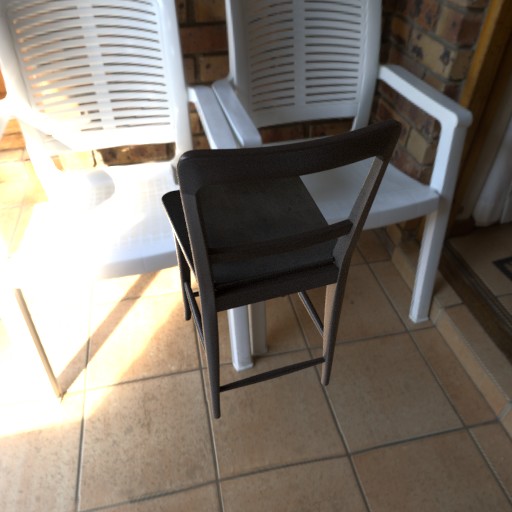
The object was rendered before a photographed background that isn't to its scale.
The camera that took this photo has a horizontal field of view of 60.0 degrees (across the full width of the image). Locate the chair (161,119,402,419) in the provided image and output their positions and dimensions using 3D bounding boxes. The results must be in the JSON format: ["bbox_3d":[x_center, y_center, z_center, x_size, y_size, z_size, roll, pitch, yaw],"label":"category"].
[{"bbox_3d":[0.000,0.000,1.292,0.450,0.991,0.546,-12,43,-13],"label":"chair"}]
